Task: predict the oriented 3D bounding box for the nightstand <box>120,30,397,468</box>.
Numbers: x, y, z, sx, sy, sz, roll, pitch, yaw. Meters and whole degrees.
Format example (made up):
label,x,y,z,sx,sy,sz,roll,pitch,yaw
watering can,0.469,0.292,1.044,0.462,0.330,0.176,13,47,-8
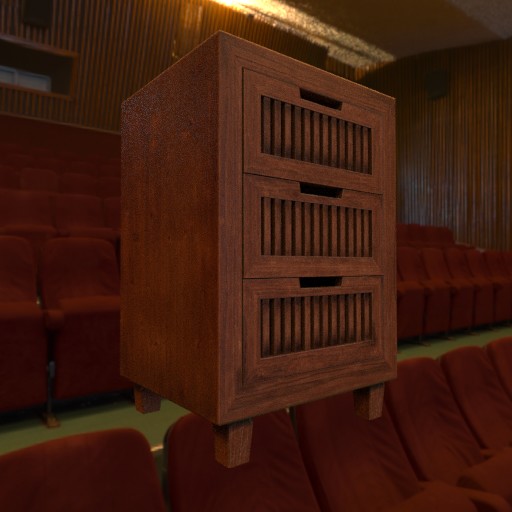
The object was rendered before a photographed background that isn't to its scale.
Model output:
label,x,y,z,sx,sy,sz,roll,pitch,yaw
nightstand,0.000,0.000,0.987,0.465,0.695,0.410,1,-2,-38
